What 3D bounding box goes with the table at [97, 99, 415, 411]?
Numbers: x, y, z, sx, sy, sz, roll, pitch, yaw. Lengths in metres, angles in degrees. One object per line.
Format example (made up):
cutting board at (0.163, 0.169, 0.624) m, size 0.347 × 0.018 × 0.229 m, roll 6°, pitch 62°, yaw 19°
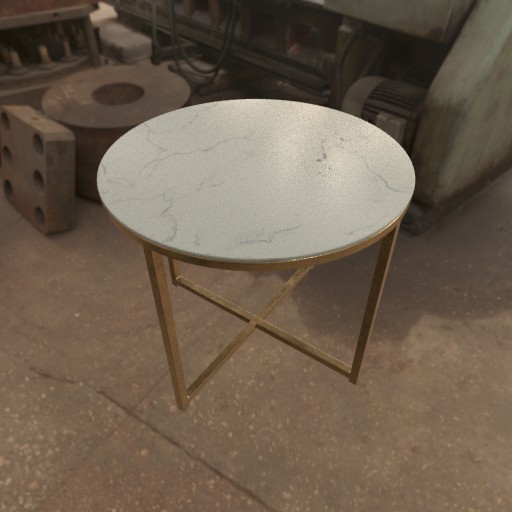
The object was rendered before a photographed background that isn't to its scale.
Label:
table at (0.000, 0.000, 0.858) m, size 0.500 × 0.420 × 0.500 m, roll 0°, pitch 41°, yaw 0°
